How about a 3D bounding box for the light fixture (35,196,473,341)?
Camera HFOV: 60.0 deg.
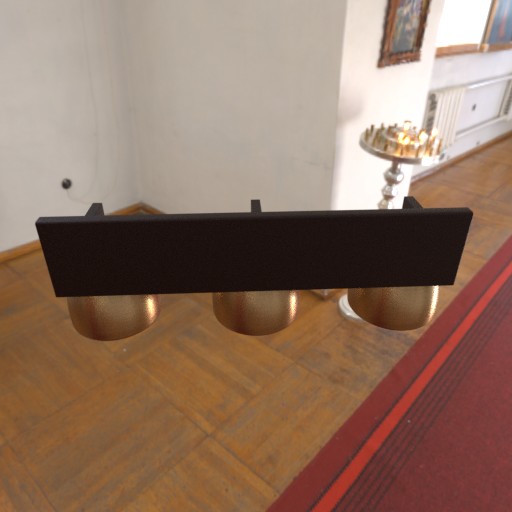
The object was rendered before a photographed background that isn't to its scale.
[{"bbox_3d":[0.000,0.000,0.664,0.582,0.204,0.157,-2,31,-3],"label":"light fixture"}]
